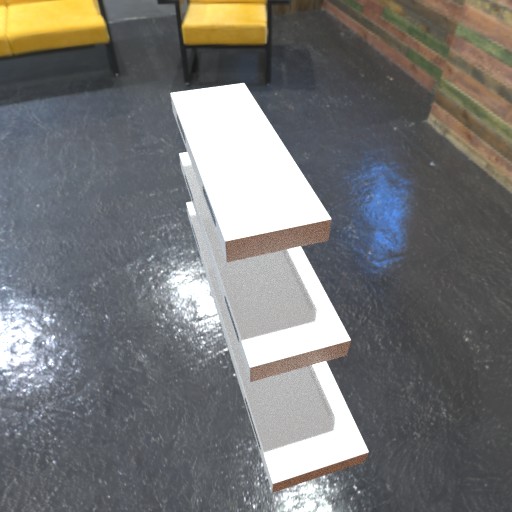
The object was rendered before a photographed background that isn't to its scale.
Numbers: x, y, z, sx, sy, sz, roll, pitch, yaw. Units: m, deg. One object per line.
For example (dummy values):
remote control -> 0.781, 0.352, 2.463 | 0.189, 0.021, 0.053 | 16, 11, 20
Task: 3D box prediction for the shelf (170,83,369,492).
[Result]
shelf -> 0.000, 0.000, 0.721 | 0.140, 0.293, 0.610 | -12, 47, -12
